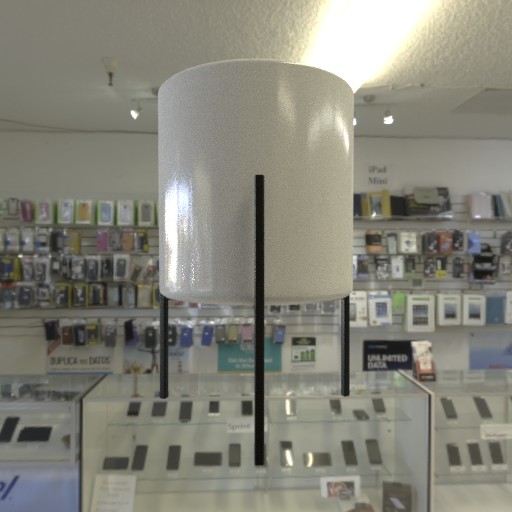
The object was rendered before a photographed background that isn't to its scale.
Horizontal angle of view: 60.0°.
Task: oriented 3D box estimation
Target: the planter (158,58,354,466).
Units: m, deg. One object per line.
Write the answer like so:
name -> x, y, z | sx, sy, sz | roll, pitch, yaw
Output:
planter -> 0.000, 0.000, 0.494 | 0.239, 0.356, 0.239 | 0, 0, -1
